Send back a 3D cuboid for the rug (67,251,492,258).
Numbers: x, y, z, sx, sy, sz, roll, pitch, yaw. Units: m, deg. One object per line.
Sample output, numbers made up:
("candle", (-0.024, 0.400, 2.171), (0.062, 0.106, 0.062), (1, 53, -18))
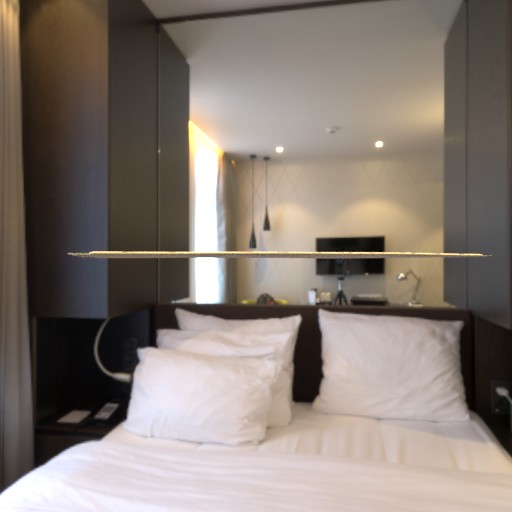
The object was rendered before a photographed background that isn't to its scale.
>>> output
("rug", (0.000, 0.000, 4.803), (3.585, 0.036, 2.892), (0, -1, -19))
